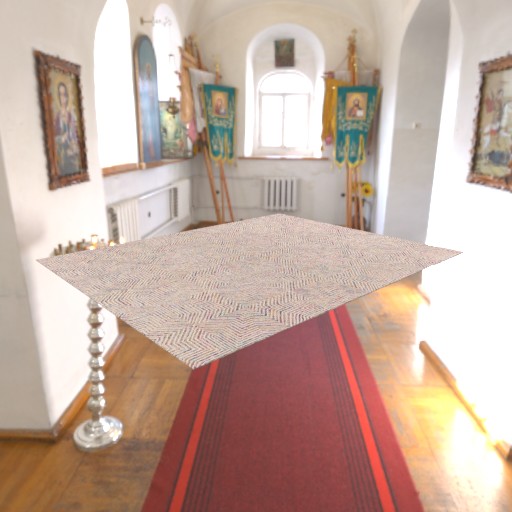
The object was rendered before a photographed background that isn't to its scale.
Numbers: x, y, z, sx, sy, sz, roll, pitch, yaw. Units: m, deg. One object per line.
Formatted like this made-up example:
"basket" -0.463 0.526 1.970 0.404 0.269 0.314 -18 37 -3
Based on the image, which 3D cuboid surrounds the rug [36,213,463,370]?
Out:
"rug" 0.000 0.000 4.035 3.046 0.008 2.442 -15 22 -40
